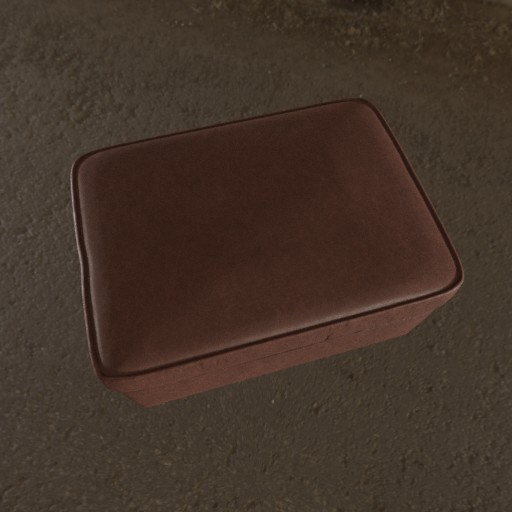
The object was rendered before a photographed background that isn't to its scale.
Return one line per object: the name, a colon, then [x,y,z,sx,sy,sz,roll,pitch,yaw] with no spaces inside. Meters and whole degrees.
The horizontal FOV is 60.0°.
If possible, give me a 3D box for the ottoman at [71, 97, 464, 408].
ottoman: [0.000,0.000,1.093,0.749,0.449,0.548,-14,64,-7]
